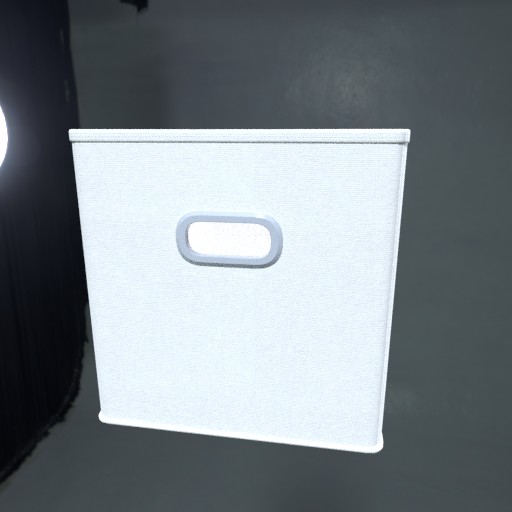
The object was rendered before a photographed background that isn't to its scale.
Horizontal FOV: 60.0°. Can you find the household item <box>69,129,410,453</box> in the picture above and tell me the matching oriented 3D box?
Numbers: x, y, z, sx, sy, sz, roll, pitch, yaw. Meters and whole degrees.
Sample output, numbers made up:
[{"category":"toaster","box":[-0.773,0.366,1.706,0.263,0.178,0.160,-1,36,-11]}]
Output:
[{"category":"household item","box":[0.000,0.000,0.556,0.305,0.305,0.305,3,16,9]}]
